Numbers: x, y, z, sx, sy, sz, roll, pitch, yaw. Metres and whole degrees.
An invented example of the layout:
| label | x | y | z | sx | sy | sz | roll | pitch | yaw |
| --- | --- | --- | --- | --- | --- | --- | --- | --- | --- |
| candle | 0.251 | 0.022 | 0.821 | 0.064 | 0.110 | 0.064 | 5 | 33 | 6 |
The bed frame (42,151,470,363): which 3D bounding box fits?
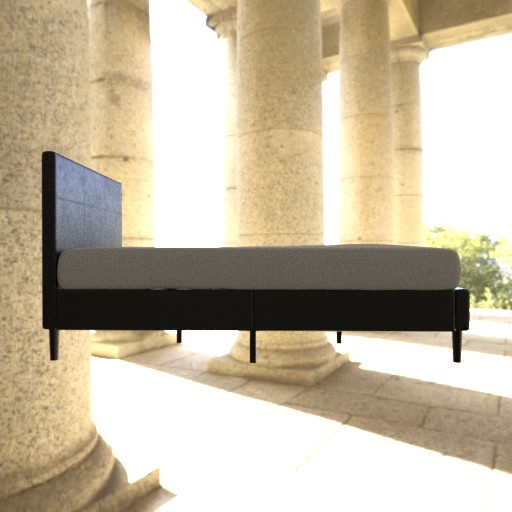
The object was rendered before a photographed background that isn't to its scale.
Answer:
| label | x | y | z | sx | sy | sz | roll | pitch | yaw |
| --- | --- | --- | --- | --- | --- | --- | --- | --- | --- |
| bed frame | 0.000 | 0.000 | 2.528 | 2.152 | 1.046 | 1.038 | 0 | 0 | 1 |
